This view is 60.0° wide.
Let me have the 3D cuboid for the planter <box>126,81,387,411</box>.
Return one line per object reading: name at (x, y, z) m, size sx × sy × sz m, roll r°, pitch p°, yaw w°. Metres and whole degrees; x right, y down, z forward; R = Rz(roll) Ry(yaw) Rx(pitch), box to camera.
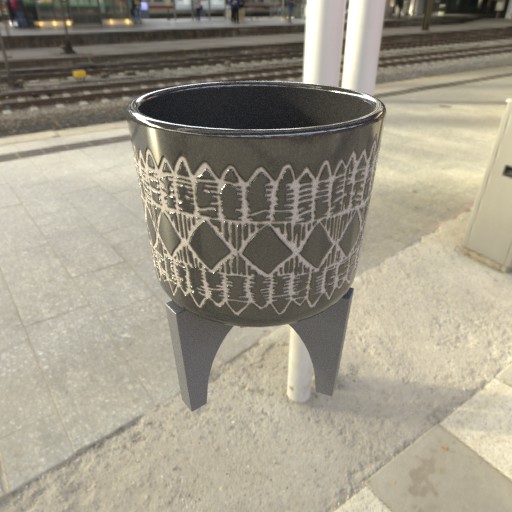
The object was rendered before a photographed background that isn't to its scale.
planter at (0.000, 0.000, 0.525) m, size 0.251 × 0.355 × 0.251 m, roll -21°, pitch 36°, yaw -32°
